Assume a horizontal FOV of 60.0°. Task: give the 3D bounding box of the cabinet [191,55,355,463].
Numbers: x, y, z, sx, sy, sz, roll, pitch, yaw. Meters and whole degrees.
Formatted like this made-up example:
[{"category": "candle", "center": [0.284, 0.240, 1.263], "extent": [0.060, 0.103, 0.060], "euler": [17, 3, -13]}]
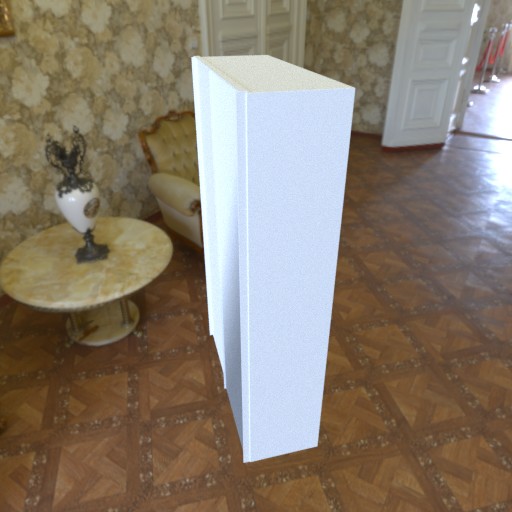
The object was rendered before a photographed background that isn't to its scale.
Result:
[{"category": "cabinet", "center": [0.000, 0.000, 2.743], "extent": [0.480, 2.160, 1.250], "euler": [-7, 31, -13]}]
